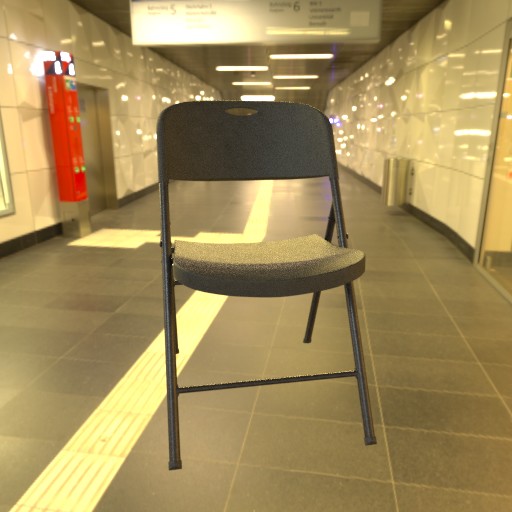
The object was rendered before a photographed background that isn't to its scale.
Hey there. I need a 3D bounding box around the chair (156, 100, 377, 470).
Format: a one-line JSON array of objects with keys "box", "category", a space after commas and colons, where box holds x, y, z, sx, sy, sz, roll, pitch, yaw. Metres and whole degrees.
[{"box": [0.000, 0.000, 1.173, 0.494, 0.810, 0.566, -3, 16, -10], "category": "chair"}]
